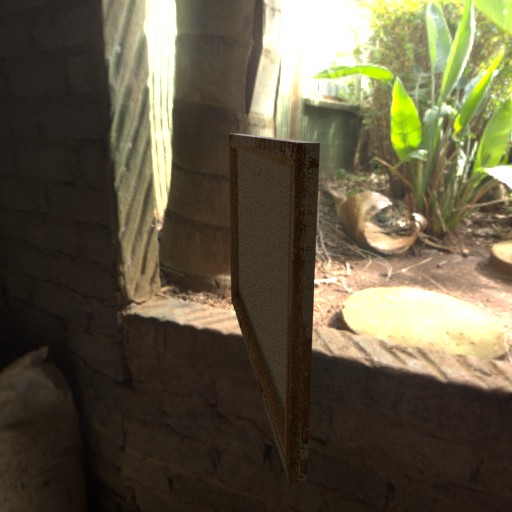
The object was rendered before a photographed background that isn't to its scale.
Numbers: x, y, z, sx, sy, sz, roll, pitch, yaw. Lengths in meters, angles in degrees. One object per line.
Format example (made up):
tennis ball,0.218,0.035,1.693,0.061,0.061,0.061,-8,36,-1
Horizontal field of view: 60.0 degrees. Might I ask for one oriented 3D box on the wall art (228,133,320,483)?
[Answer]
wall art,0.000,0.000,1.167,0.035,0.609,0.914,-3,16,-9
